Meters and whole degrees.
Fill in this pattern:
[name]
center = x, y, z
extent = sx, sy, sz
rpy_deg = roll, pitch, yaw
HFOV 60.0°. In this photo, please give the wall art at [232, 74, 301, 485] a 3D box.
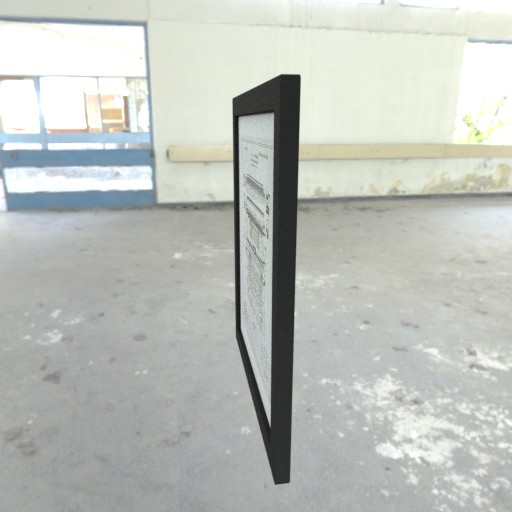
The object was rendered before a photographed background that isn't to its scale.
[wall art]
center = 0.000, 0.000, 0.723
extent = 0.021, 0.508, 0.432
rpy_deg = -3, 17, -9
